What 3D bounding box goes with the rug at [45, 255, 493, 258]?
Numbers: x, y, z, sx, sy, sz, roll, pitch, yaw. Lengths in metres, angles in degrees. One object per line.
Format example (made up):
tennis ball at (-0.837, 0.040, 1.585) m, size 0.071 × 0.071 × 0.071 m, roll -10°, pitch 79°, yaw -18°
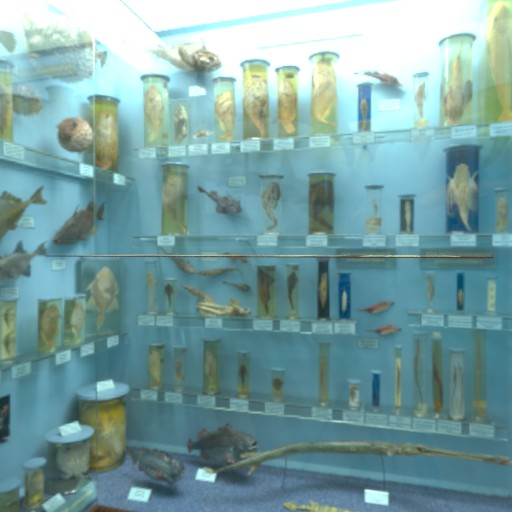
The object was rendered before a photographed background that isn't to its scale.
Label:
rug at (0.000, 0.000, 2.689) m, size 2.437 × 0.006 × 0.792 m, roll 0°, pitch 1°, yaw 18°
